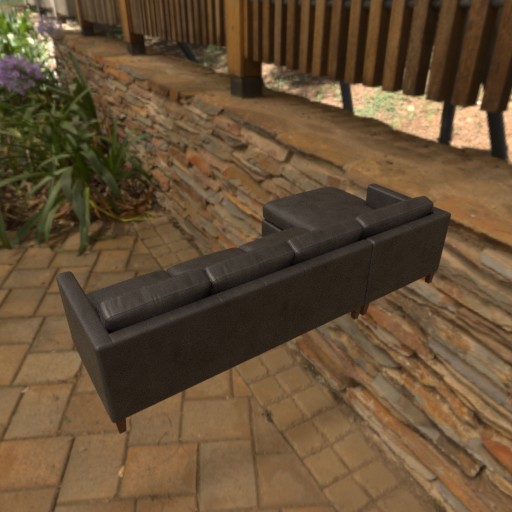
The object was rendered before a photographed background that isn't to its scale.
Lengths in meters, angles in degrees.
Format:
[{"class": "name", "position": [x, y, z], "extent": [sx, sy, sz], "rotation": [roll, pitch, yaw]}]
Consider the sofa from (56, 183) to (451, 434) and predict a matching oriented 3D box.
[{"class": "sofa", "position": [0.000, 0.000, 3.917], "extent": [3.203, 0.883, 1.581], "rotation": [-19, 35, -29]}]
